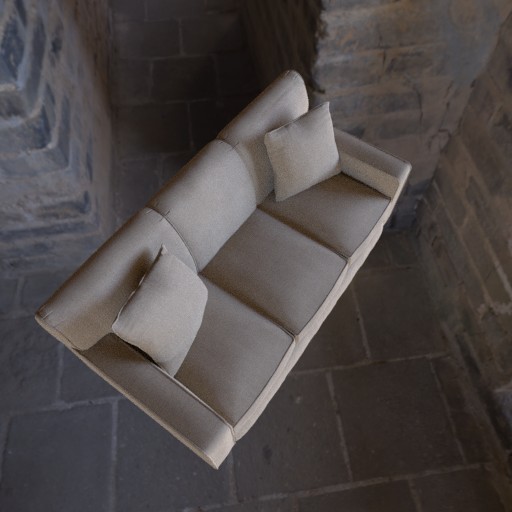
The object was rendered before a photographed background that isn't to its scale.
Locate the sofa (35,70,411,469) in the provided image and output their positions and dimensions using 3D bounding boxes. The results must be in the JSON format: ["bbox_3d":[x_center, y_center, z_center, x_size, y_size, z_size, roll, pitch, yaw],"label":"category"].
[{"bbox_3d":[0.000,0.000,2.552,0.997,0.958,2.024,31,64,17],"label":"sofa"}]
